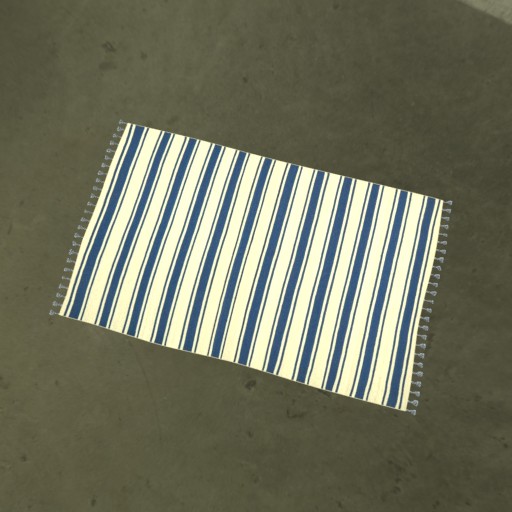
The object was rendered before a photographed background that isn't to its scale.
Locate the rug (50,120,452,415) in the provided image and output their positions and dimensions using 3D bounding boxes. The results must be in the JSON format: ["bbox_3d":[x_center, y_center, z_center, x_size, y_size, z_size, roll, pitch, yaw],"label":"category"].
[{"bbox_3d":[0.000,0.000,2.559,2.108,0.009,1.248,15,77,3],"label":"rug"}]
